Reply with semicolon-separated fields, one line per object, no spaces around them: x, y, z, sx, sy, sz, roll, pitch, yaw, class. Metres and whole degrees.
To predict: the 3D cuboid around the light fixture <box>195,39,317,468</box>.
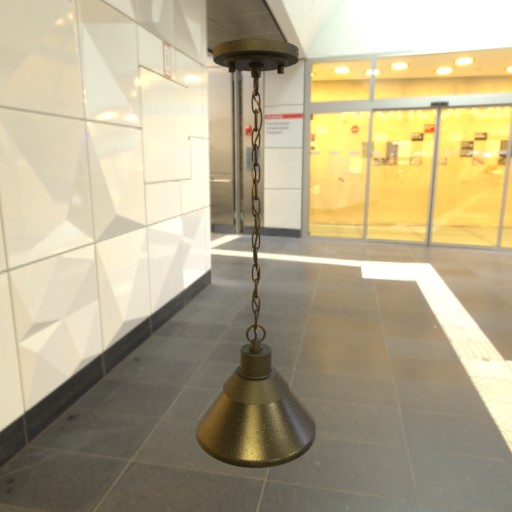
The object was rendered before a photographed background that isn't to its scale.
0.000;0.000;0.681;0.201;0.588;0.201;-2;12;-8;light fixture
